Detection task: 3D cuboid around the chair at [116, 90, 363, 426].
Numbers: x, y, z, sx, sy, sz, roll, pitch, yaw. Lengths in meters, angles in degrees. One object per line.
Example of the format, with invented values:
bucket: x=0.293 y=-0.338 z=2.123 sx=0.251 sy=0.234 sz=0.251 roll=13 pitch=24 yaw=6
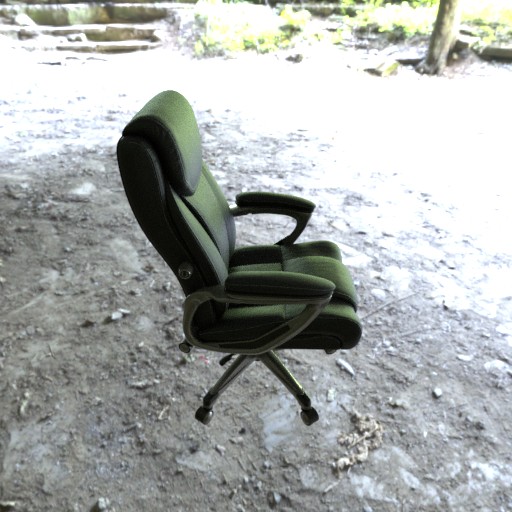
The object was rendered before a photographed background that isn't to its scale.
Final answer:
chair: x=0.000 y=0.000 z=1.705 sx=0.784 sy=1.167 sz=0.741 roll=0 pitch=32 yaw=1
